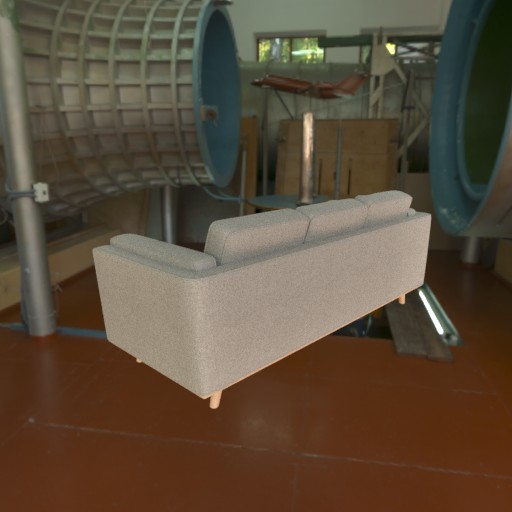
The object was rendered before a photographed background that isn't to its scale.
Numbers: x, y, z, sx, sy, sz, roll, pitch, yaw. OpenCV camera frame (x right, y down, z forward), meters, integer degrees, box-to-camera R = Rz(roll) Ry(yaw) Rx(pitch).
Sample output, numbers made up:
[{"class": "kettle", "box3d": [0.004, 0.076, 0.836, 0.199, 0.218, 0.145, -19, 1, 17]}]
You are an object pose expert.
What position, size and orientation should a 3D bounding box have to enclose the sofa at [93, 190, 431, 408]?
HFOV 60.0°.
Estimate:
[{"class": "sofa", "box3d": [0.000, 0.000, 3.257, 1.604, 0.929, 2.411, 14, 20, 42]}]
